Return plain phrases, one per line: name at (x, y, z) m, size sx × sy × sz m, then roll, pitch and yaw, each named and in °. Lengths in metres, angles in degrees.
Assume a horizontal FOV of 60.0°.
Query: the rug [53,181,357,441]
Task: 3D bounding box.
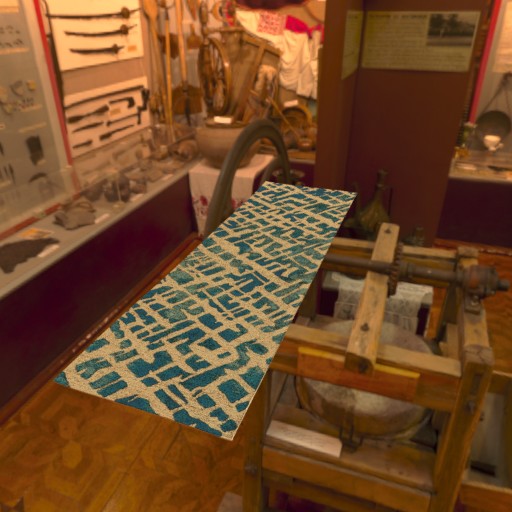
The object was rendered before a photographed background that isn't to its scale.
rug at (0.000, 0.000, 2.614) m, size 0.768 × 0.011 × 2.446 m, roll 11°, pitch 31°, yaw 18°
